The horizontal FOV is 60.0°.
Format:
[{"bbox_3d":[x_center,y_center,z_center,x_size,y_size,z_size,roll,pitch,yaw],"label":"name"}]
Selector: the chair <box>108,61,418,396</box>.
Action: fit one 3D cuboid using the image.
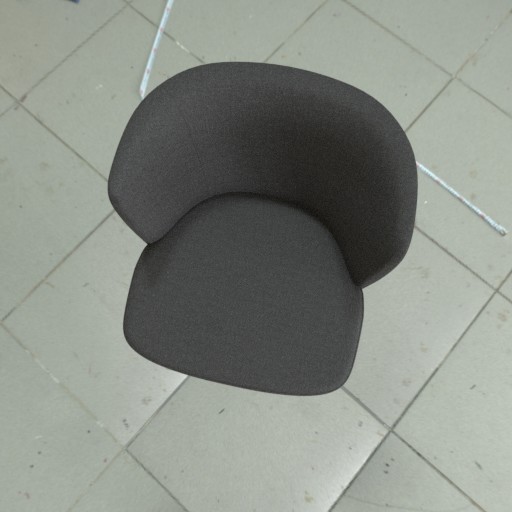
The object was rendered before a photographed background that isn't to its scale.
[{"bbox_3d":[0.000,0.000,1.219,0.639,0.695,0.698,12,76,3],"label":"chair"}]
